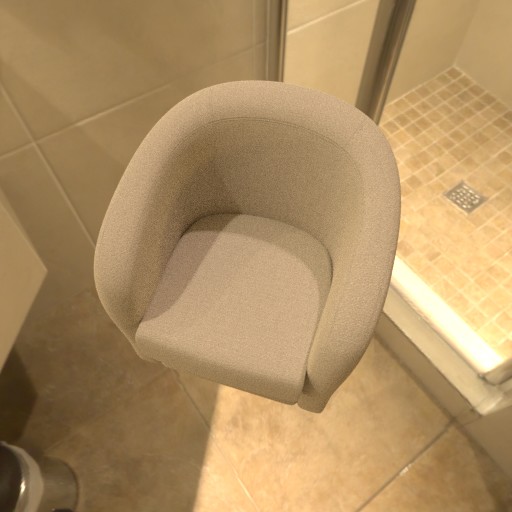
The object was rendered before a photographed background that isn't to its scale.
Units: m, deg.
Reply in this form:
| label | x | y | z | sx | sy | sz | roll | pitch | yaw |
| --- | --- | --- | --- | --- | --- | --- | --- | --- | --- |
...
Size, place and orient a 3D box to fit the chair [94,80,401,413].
| label | x | y | z | sx | sy | sz | roll | pitch | yaw |
| --- | --- | --- | --- | --- | --- | --- | --- | --- | --- |
| chair | 0.000 | 0.000 | 1.465 | 0.791 | 0.771 | 0.815 | 15 | 60 | 9 |
